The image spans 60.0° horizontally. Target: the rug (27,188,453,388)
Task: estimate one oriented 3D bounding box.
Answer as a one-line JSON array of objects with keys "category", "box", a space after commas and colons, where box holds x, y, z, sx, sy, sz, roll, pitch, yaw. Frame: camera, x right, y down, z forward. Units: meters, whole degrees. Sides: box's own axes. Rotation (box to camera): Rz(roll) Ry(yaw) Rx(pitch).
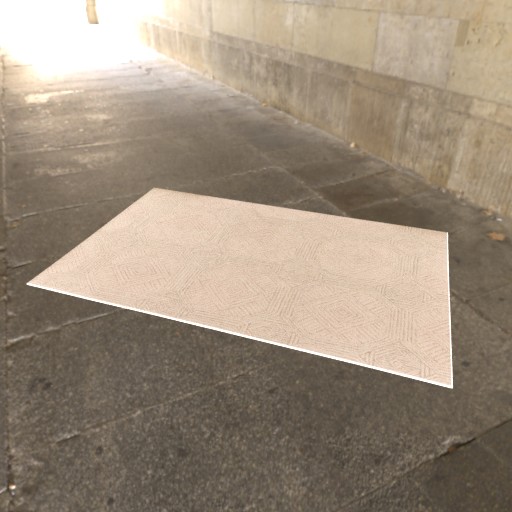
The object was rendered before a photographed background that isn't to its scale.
[{"category": "rug", "box": [0.000, 0.000, 2.974, 2.440, 0.008, 1.524, 11, 34, 16]}]
